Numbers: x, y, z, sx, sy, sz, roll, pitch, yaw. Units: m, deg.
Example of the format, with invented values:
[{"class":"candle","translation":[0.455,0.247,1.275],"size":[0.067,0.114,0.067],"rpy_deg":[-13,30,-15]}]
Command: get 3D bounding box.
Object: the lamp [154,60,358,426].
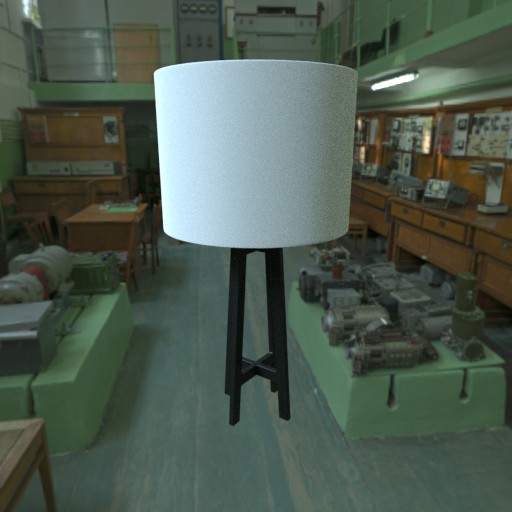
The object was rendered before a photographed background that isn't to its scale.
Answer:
[{"class":"lamp","translation":[0.000,0.000,0.636],"size":[0.257,0.489,0.257],"rpy_deg":[-2,15,-8]}]
